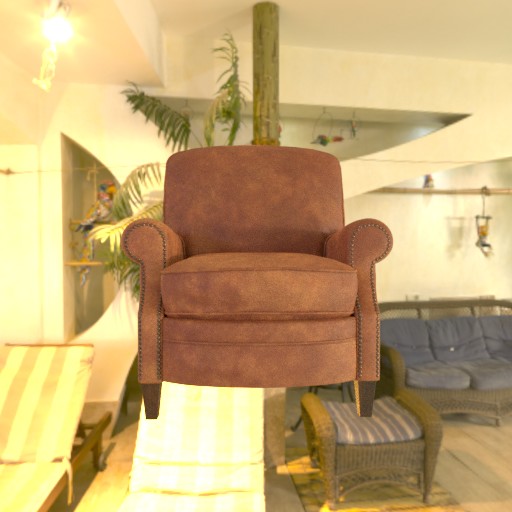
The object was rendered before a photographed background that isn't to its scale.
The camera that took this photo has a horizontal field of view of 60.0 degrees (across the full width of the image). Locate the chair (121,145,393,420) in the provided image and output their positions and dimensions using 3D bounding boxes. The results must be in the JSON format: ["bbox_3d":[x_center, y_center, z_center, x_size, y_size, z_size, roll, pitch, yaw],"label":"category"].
[{"bbox_3d":[0.000,0.000,1.783,0.936,1.018,0.986,0,2,-2],"label":"chair"}]
